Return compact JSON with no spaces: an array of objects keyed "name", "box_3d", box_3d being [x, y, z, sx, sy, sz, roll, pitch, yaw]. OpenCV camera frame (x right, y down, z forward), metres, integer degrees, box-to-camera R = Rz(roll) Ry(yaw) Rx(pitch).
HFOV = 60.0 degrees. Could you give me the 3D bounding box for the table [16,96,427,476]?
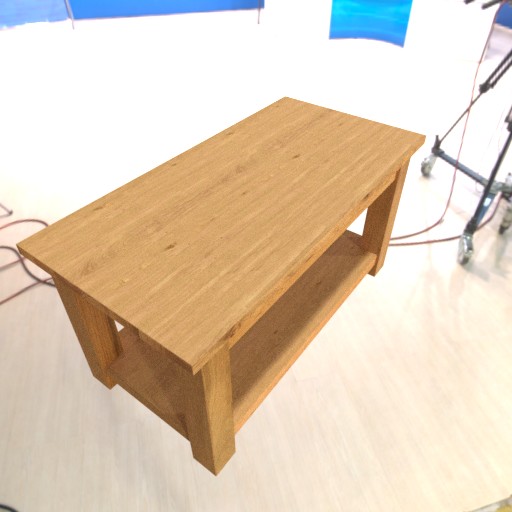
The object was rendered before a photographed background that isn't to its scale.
[{"name":"table","box_3d":[0.000,0.000,1.146,0.450,0.452,0.899,26,48,27]}]
